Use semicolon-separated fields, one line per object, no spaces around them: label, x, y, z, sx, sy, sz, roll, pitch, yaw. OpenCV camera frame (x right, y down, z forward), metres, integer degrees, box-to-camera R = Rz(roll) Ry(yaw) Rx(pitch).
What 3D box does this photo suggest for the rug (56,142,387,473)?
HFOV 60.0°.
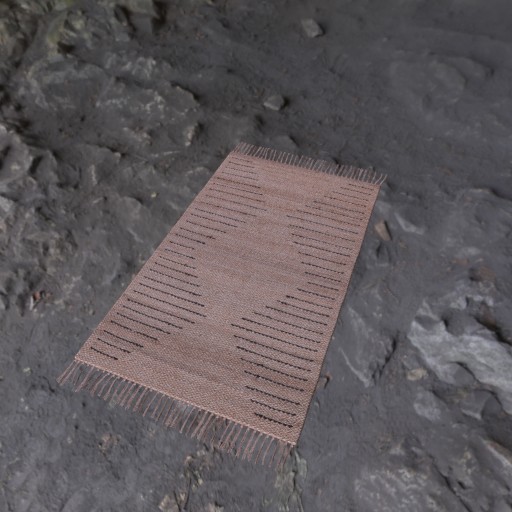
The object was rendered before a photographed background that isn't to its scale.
rug;0.000;0.000;2.048;0.905;0.017;1.718;16;49;15
